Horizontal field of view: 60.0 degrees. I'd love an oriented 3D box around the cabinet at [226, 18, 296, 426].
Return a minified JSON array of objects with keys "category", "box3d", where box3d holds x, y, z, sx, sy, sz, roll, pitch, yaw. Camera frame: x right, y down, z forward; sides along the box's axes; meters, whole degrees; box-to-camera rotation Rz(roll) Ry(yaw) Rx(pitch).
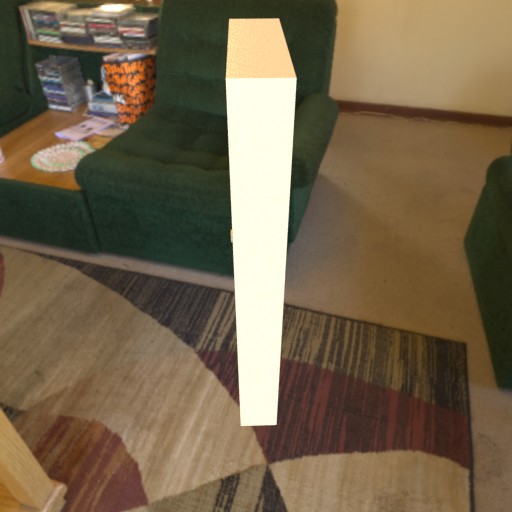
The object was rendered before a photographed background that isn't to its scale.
[{"category":"cabinet","box3d":[0.000,0.000,1.978,0.192,1.770,0.643,-1,40,-1]}]
